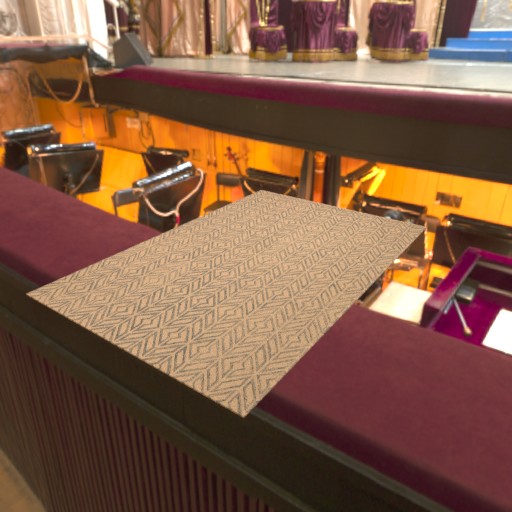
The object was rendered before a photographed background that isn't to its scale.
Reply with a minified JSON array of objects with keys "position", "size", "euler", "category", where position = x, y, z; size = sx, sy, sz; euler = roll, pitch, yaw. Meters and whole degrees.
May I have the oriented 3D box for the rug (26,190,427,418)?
[{"position":[0.000,0.000,2.325],"size":[1.220,0.008,1.824],"euler":[18,32,31],"category":"rug"}]
